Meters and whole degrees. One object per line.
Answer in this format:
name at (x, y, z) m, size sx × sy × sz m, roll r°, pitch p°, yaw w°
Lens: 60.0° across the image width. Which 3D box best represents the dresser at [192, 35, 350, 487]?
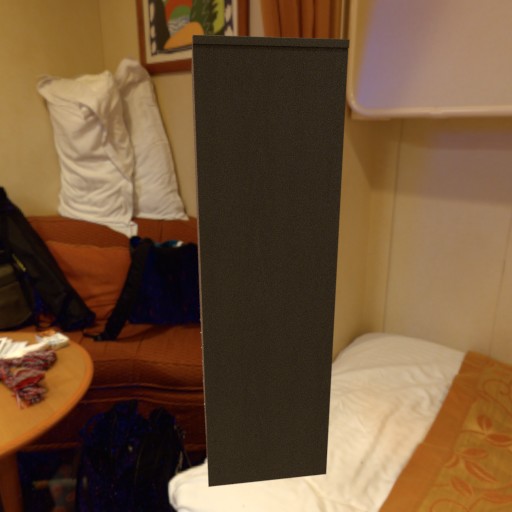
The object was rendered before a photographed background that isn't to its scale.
dresser at (0.000, 0.000, 1.537) m, size 0.399 × 1.255 × 0.704 m, roll -2°, pitch 16°, yaw -8°
